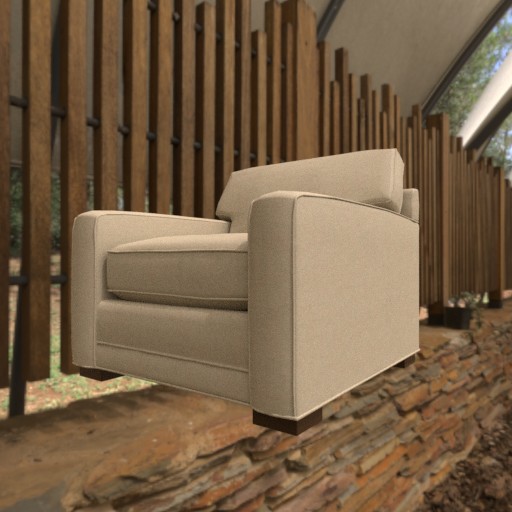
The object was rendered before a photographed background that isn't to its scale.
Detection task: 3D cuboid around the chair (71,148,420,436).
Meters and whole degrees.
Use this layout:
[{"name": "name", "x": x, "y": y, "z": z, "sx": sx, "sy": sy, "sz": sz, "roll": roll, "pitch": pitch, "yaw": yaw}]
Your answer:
[{"name": "chair", "x": 0.000, "y": 0.000, "z": 1.788, "sx": 0.998, "sy": 0.913, "sz": 1.043, "roll": 0, "pitch": 0, "yaw": 36}]
